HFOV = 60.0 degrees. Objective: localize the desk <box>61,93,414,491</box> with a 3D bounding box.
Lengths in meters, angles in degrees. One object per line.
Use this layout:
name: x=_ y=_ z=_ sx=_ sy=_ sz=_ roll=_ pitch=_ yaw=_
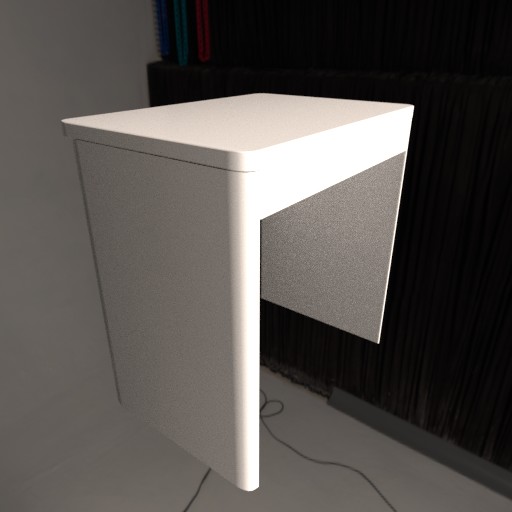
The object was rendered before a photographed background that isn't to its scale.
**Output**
desk: x=0.000 y=0.000 z=1.281 sx=0.549 sy=0.800 sz=0.762 roll=18 pitch=31 yaw=33
